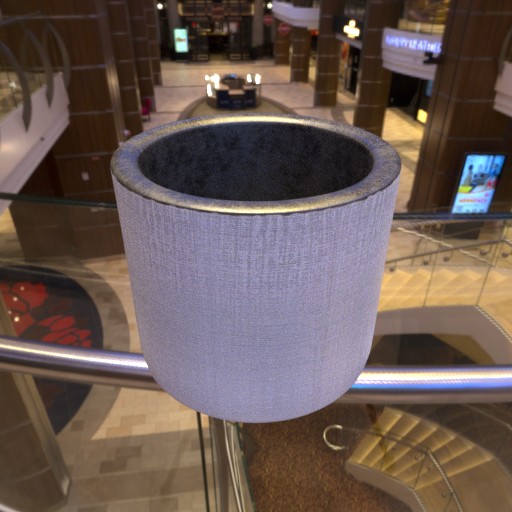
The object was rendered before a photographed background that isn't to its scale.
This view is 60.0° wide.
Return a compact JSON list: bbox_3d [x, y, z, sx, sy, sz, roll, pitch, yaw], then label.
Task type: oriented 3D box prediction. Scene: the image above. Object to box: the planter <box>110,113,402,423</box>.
[{"bbox_3d":[0.000,0.000,0.223,0.125,0.112,0.125,0,32,0],"label":"planter"}]
